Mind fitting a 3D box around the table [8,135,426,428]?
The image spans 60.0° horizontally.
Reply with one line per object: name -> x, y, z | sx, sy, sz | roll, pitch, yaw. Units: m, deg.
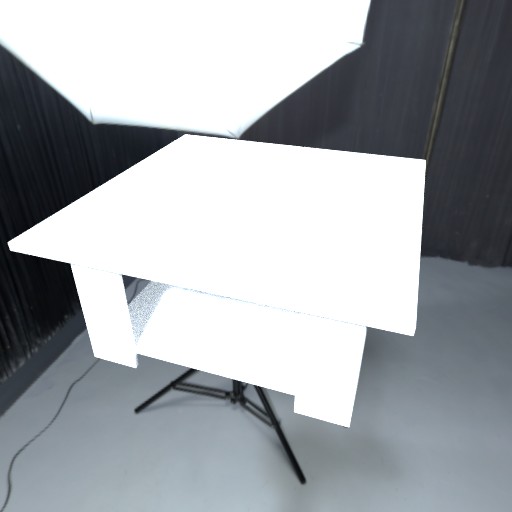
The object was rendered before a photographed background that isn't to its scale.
table -> 0.000, 0.000, 1.019 | 0.670, 0.305, 0.670 | 10, 33, 16
